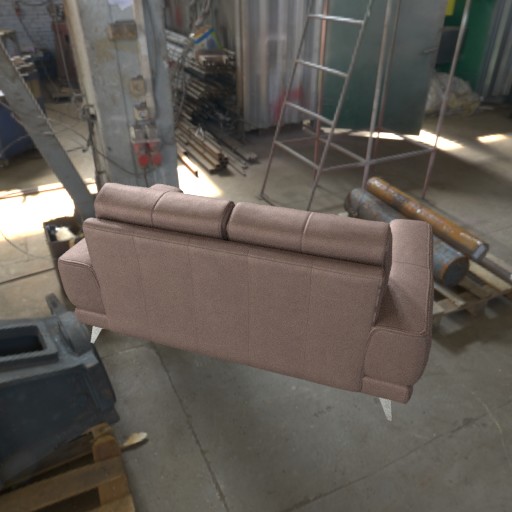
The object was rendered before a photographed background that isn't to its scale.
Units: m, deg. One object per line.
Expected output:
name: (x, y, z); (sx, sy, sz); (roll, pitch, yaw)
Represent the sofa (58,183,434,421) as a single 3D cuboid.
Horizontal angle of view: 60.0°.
sofa: (0.000, 0.000, 2.390); (1.806, 0.907, 1.018); (10, 34, 16)
